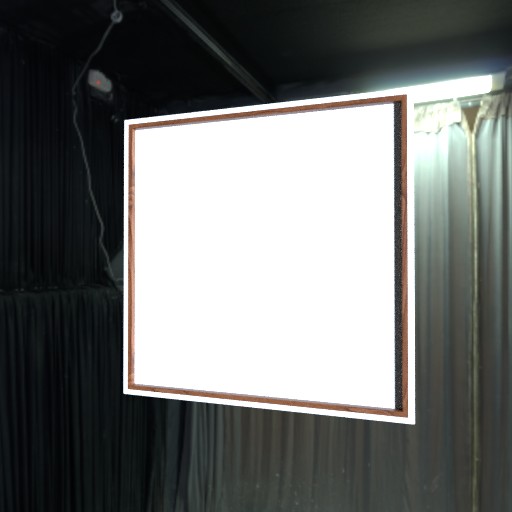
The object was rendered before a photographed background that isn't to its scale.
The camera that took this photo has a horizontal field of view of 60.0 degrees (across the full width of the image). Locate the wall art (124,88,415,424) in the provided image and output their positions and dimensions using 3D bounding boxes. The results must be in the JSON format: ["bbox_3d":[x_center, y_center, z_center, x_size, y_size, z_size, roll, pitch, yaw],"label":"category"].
[{"bbox_3d":[0.000,0.000,1.504,1.009,1.009,0.049,0,-1,18],"label":"wall art"}]
